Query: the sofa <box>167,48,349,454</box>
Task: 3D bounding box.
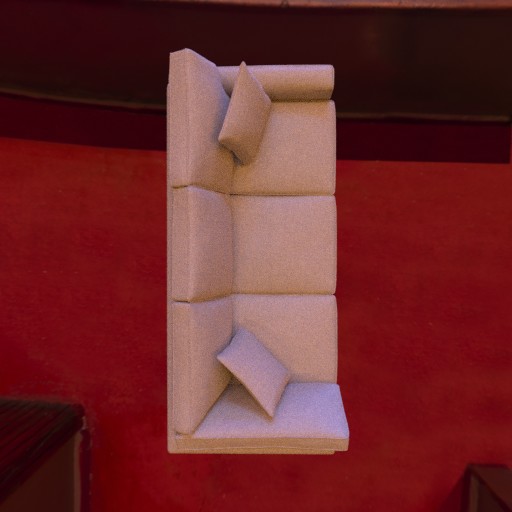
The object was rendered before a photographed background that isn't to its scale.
[{"bbox_3d":[0.000,0.000,2.849,1.061,0.962,2.317,0,90,1],"label":"sofa"}]
